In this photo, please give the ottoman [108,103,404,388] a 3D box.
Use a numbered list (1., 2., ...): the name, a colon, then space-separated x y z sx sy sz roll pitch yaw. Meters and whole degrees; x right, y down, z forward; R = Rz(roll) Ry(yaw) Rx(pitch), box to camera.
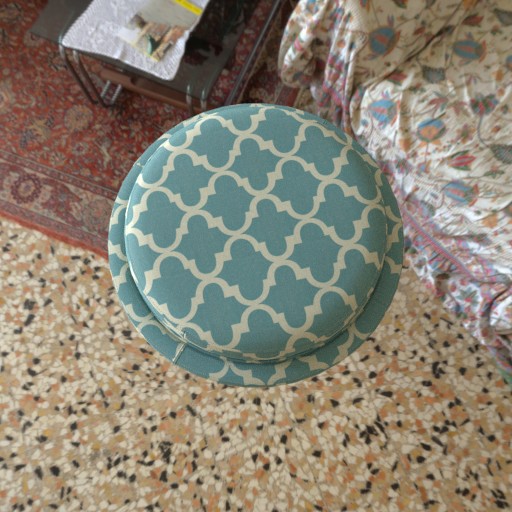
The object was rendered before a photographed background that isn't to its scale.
1. ottoman: 0.000 0.000 0.843 0.480 0.429 0.480 0 75 0
